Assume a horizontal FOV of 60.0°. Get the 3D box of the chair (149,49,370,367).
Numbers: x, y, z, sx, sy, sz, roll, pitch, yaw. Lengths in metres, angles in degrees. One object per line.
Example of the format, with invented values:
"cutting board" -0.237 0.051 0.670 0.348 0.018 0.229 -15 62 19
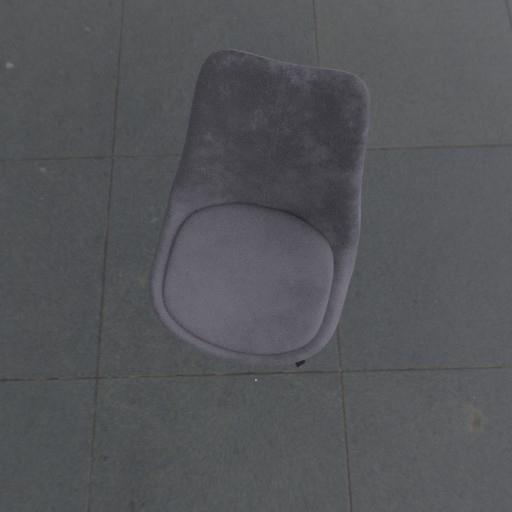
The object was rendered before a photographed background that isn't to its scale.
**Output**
"chair" 0.000 0.000 1.158 0.485 0.850 0.550 13 75 4
